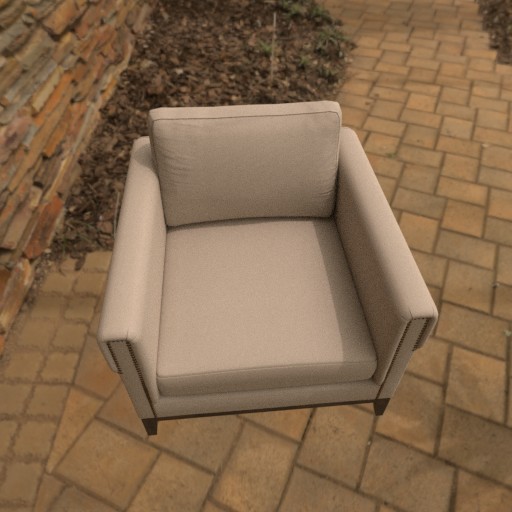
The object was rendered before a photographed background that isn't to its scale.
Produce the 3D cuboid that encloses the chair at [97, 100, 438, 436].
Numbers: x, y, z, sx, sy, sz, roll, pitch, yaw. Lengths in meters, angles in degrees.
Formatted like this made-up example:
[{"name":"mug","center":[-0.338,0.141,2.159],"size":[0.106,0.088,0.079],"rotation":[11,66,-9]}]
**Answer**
[{"name":"chair","center":[0.000,0.000,1.642],"size":[0.914,0.838,0.959],"rotation":[-4,46,-3]}]
